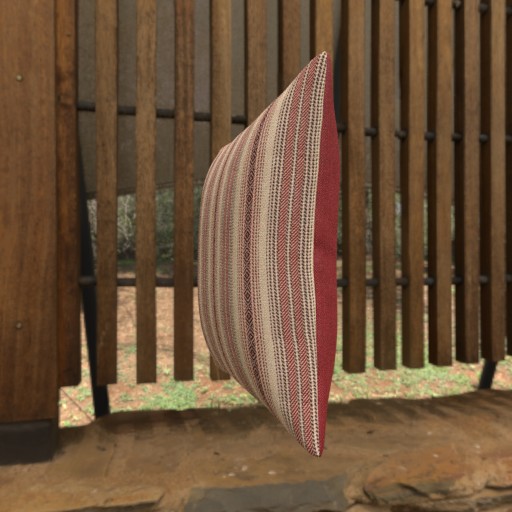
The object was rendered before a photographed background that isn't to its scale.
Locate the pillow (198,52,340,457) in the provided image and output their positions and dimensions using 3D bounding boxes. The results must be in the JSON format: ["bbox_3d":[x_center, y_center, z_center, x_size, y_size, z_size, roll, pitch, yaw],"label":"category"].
[{"bbox_3d":[0.000,0.000,0.780,0.166,0.497,0.513,0,-1,-19],"label":"pillow"}]
